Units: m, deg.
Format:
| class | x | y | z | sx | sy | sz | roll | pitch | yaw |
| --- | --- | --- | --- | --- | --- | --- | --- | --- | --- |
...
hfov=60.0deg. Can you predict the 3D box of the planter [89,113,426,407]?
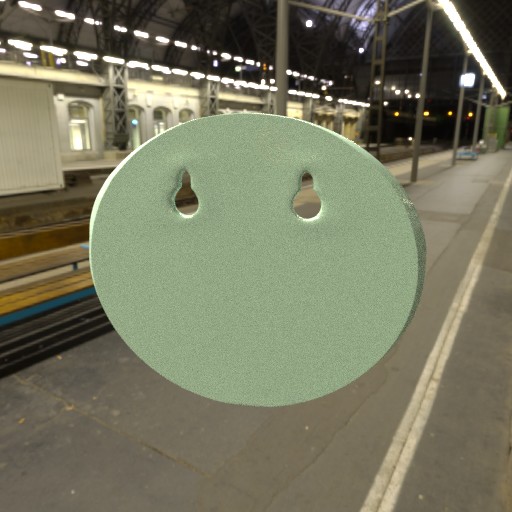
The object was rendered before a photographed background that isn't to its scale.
| class | x | y | z | sx | sy | sz | roll | pitch | yaw |
| --- | --- | --- | --- | --- | --- | --- | --- | --- | --- |
| planter | 0.000 | 0.000 | 0.271 | 0.189 | 0.164 | 0.073 | 3 | 16 | 9 |
